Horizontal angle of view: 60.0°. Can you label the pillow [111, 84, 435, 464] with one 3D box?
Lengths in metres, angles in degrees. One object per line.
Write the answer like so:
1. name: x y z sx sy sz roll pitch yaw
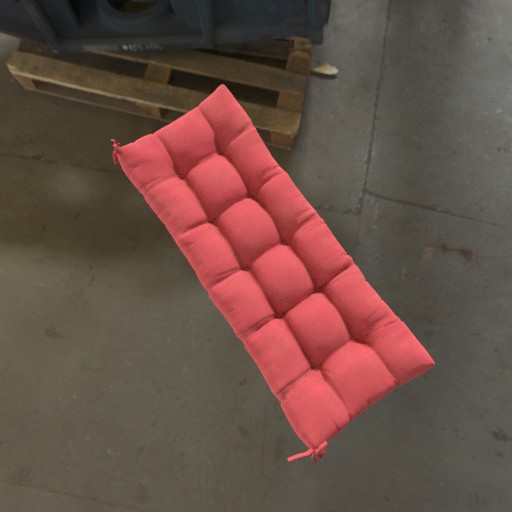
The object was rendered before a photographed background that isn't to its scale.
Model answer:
1. pillow: 0.000 0.000 1.385 0.511 0.174 1.194 -33 78 -8
